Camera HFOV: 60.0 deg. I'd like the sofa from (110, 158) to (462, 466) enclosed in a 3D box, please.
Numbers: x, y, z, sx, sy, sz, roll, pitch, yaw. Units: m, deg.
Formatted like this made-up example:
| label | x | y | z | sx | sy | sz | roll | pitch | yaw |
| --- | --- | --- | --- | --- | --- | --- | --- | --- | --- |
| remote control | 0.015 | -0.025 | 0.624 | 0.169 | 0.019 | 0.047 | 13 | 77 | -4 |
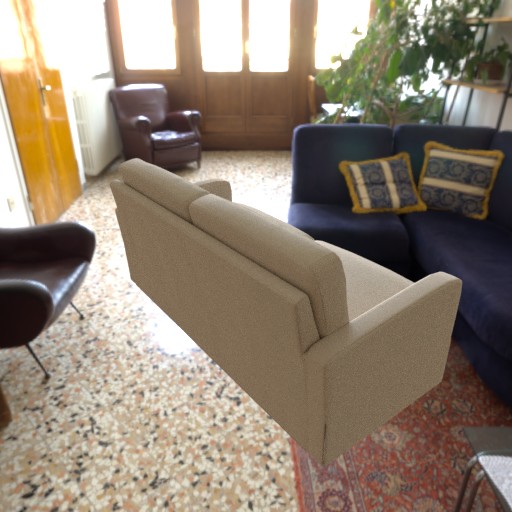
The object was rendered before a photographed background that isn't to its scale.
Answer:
| label | x | y | z | sx | sy | sz | roll | pitch | yaw |
| --- | --- | --- | --- | --- | --- | --- | --- | --- | --- |
| sofa | 0.000 | 0.000 | 2.308 | 0.894 | 0.831 | 1.808 | -19 | 32 | -33 |
